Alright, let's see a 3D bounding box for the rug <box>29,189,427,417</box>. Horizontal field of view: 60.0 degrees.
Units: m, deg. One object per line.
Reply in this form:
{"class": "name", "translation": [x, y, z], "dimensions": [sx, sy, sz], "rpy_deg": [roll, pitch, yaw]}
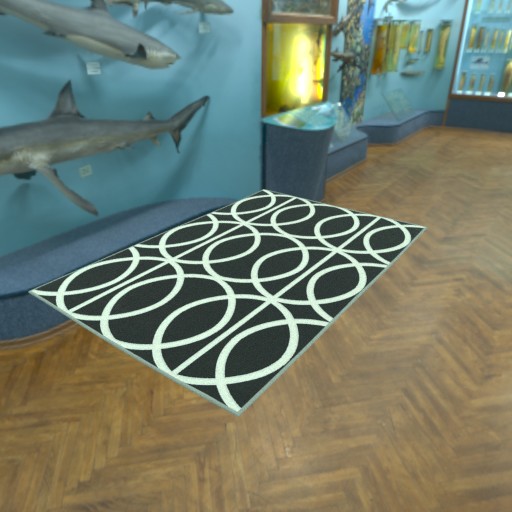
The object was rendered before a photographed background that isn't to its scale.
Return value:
{"class": "rug", "translation": [0.000, 0.000, 2.904], "dimensions": [1.526, 0.014, 2.290], "rpy_deg": [18, 32, 32]}
